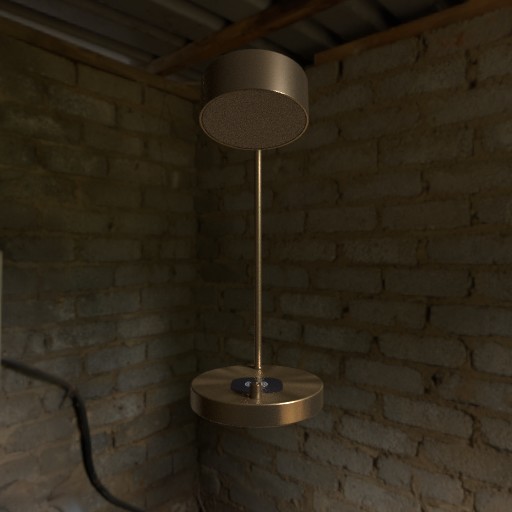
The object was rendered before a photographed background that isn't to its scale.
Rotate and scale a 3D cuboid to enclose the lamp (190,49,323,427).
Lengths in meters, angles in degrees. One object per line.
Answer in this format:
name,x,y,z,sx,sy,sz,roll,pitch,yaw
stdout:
lamp,0.000,0.000,0.524,0.171,0.380,0.270,0,1,1
